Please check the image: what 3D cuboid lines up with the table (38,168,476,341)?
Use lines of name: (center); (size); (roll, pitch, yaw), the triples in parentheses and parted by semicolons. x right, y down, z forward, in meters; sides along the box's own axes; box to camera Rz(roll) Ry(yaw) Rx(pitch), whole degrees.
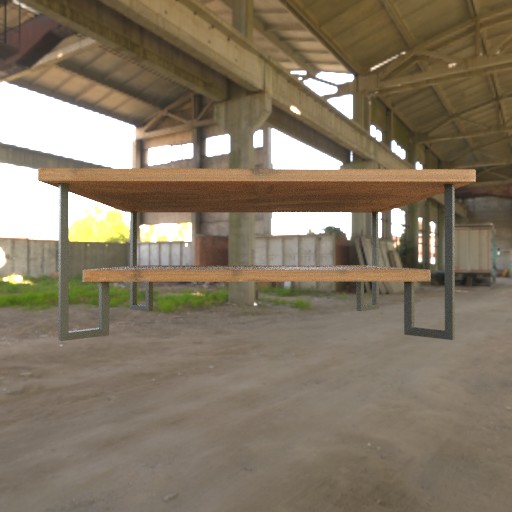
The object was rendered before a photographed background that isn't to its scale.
table: (0.000, 0.000, 1.687); (1.238, 0.492, 0.877); (0, 0, -1)
